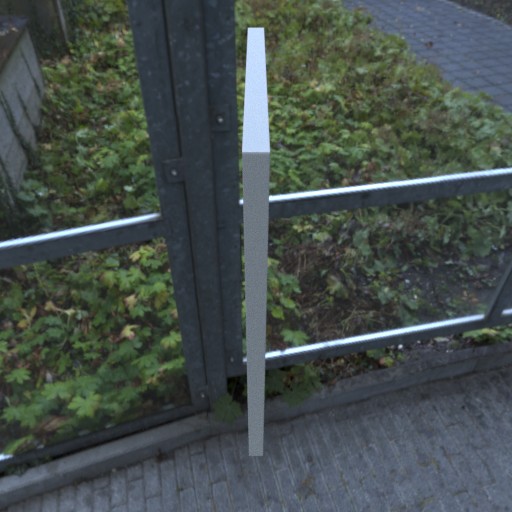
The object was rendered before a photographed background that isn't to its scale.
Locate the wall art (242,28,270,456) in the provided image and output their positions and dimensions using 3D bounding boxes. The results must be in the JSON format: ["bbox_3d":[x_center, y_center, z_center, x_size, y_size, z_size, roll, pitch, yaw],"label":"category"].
[{"bbox_3d":[0.000,0.000,1.132,0.038,0.914,0.610,0,41,0],"label":"wall art"}]
